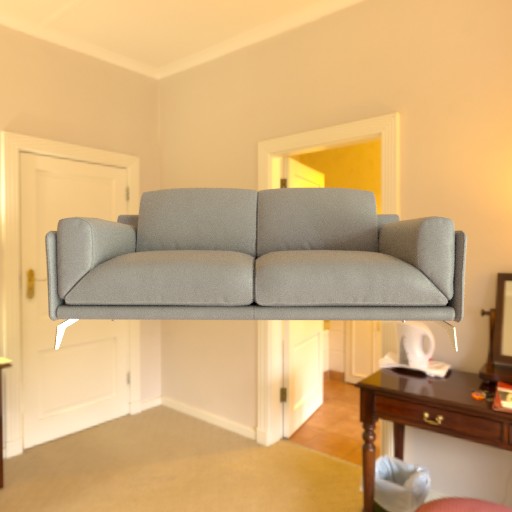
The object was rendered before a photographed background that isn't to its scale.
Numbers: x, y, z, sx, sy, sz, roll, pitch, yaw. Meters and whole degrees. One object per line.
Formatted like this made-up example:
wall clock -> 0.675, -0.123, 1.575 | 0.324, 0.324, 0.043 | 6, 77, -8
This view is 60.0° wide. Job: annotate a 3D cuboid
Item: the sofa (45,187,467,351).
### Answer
sofa -> 0.000, 0.000, 2.690 | 2.101, 0.930, 1.049 | 0, 1, 1
